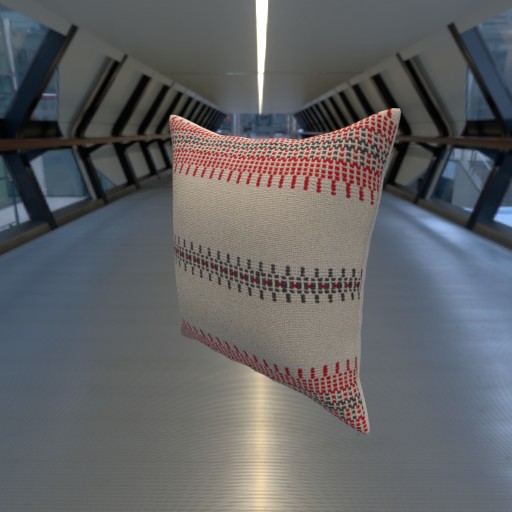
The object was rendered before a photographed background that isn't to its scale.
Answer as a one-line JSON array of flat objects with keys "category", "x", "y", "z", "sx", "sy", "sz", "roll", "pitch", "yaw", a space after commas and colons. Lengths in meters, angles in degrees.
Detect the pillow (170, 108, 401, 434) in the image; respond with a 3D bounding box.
[{"category": "pillow", "x": 0.000, "y": 0.000, "z": 0.734, "sx": 0.463, "sy": 0.454, "sz": 0.160, "roll": 16, "pitch": 23, "yaw": 43}]
